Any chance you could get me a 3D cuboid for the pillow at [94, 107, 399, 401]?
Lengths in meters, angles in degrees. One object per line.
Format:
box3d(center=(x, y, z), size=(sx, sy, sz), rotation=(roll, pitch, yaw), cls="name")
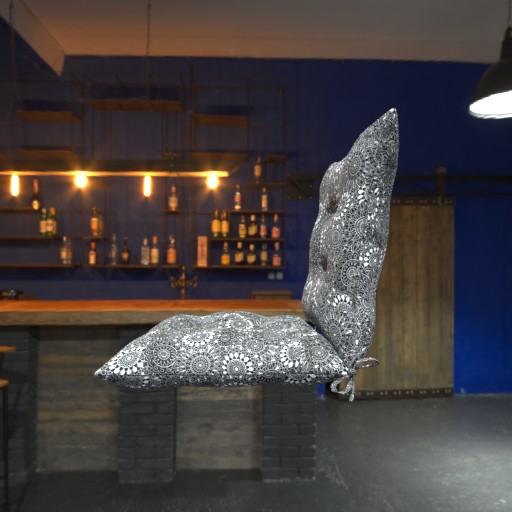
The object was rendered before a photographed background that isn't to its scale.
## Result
box3d(center=(0.000, 0.000, 1.045), size=(0.585, 0.536, 0.541), rotation=(0, 0, -1), cls="pillow")
